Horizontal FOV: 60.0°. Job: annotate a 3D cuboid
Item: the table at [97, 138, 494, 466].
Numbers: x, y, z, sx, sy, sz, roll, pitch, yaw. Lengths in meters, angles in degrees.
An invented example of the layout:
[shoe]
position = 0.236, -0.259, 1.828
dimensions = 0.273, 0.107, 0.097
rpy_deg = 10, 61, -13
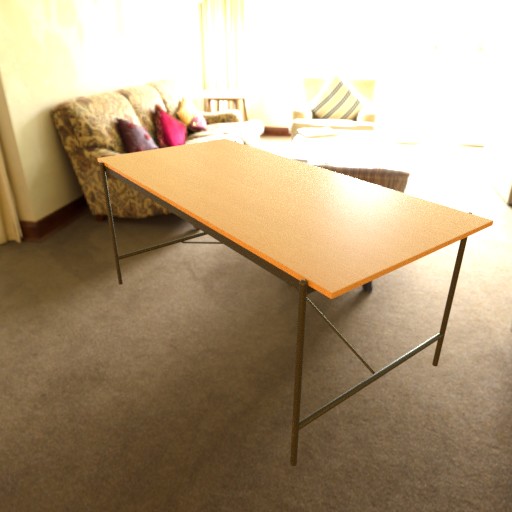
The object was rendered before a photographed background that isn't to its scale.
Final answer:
[table]
position = 0.000, 0.000, 2.228
dimensions = 0.900, 0.758, 1.800
rpy_deg = -19, 32, -33
